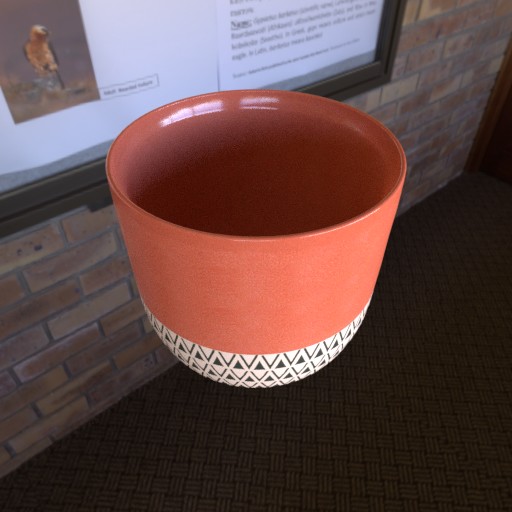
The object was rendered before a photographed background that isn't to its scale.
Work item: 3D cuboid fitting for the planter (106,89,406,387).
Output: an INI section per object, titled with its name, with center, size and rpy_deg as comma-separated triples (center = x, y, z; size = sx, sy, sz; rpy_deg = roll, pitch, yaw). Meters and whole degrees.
[planter]
center = 0.000, 0.000, 0.492
size = 0.266, 0.270, 0.266
rpy_deg = 0, 42, 0
